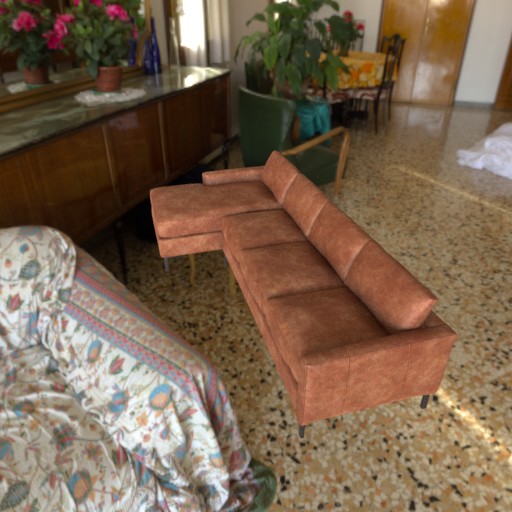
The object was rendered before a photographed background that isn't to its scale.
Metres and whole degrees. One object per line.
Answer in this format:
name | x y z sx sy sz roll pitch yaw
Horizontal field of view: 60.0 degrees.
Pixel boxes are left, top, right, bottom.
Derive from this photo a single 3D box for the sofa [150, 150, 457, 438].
sofa | 0.000 0.000 3.610 1.471 0.859 2.993 -8 32 -14
